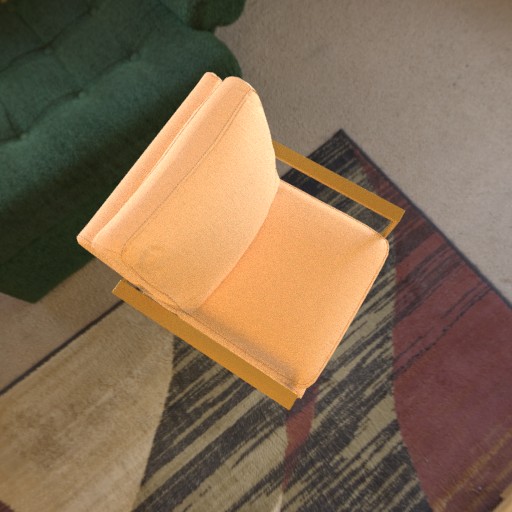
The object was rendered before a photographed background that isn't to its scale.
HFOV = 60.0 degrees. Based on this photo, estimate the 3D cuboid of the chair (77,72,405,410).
[{"bbox_3d":[0.000,0.000,1.571,0.813,0.956,0.758,32,76,9],"label":"chair"}]
